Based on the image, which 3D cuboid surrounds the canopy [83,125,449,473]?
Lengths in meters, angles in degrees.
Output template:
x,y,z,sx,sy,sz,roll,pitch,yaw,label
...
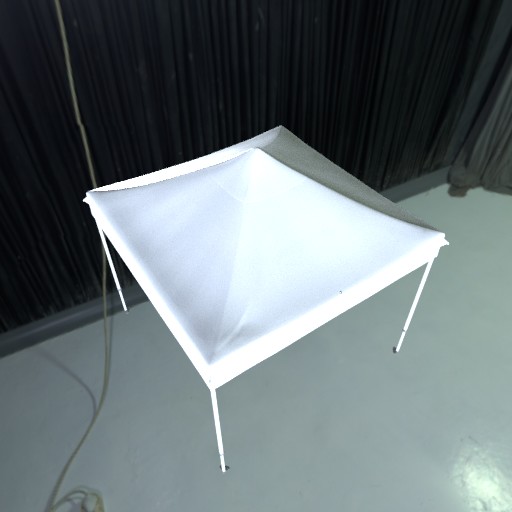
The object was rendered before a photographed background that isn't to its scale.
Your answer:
x,y,z,sx,sy,sz,roll,pitch,yaw,label
0.000,0.000,5.445,2.994,2.998,2.996,-26,50,-24,canopy
